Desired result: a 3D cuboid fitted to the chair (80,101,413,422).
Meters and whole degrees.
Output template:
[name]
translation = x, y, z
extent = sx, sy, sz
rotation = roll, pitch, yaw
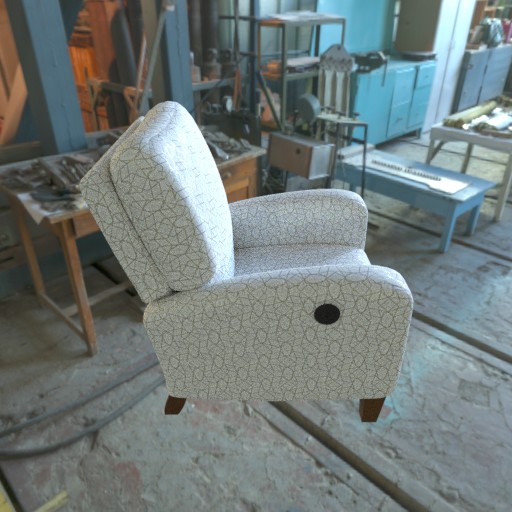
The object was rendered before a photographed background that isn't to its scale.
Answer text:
[chair]
translation = 0.000, 0.000, 1.727
extent = 0.995, 1.064, 0.796
rotation = 0, 31, 0
